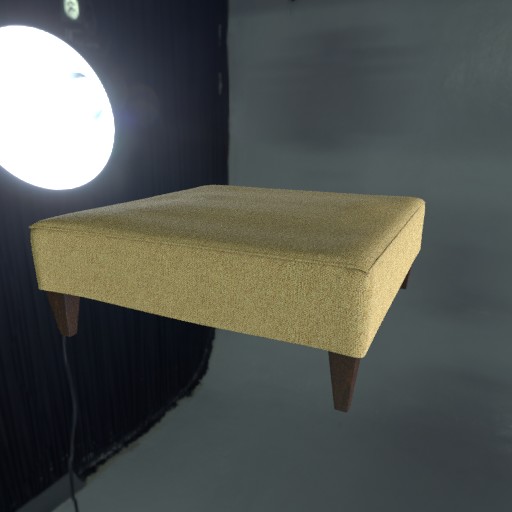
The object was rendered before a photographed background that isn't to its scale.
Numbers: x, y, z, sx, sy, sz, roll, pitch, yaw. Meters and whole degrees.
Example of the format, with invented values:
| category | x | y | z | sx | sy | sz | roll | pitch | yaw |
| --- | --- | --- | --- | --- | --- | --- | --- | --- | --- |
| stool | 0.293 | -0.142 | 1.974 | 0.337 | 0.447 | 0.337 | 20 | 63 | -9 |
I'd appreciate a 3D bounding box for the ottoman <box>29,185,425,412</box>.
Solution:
| category | x | y | z | sx | sy | sz | roll | pitch | yaw |
| --- | --- | --- | --- | --- | --- | --- | --- | --- | --- |
| ottoman | 0.000 | 0.000 | 1.501 | 0.970 | 0.378 | 0.981 | 8 | 17 | 25 |
